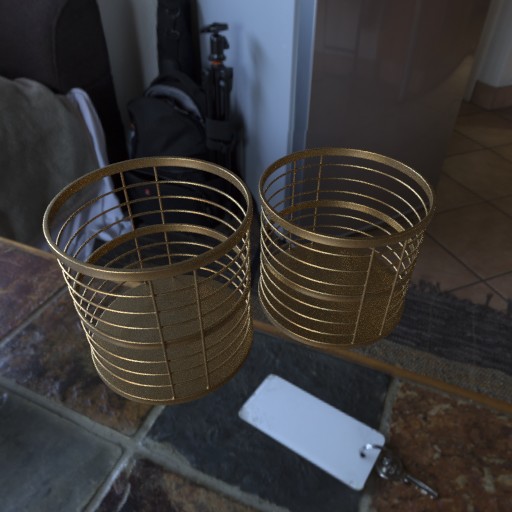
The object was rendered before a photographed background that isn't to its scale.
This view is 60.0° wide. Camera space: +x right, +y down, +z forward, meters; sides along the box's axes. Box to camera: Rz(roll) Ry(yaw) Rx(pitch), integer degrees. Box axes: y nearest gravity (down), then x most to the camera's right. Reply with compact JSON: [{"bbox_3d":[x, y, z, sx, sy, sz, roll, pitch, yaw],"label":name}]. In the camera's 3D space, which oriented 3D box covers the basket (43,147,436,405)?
[{"bbox_3d":[0.000,0.000,0.938,0.746,0.351,0.356,-13,42,-15],"label":"basket"}]
